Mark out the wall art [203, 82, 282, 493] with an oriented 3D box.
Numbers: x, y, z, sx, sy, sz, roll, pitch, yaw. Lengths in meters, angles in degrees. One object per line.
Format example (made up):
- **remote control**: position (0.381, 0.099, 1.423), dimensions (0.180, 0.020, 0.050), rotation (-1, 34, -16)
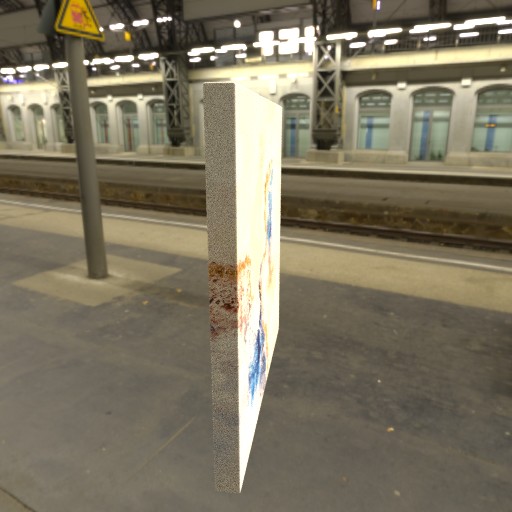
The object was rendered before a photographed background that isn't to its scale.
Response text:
- **wall art**: position (0.000, 0.000, 1.584), dimensions (0.071, 1.061, 1.061), rotation (2, 16, 8)
